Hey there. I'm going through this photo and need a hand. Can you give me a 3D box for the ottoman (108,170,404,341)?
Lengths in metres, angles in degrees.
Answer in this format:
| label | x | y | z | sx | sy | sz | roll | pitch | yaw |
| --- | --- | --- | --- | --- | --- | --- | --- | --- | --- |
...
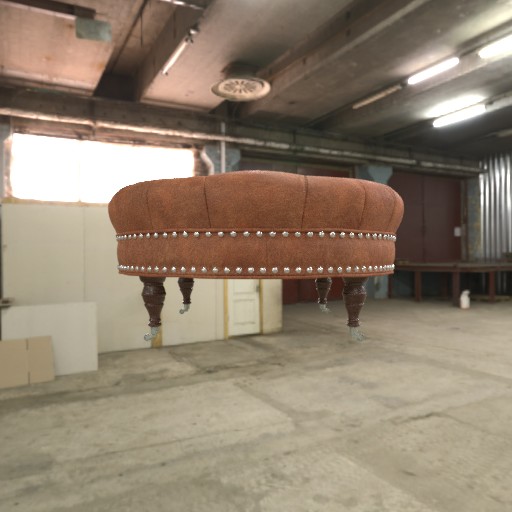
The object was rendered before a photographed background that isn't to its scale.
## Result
| label | x | y | z | sx | sy | sz | roll | pitch | yaw |
| --- | --- | --- | --- | --- | --- | --- | --- | --- | --- |
| ottoman | 0.000 | 0.000 | 1.421 | 0.901 | 0.444 | 0.901 | 0 | 0 | 0 |
